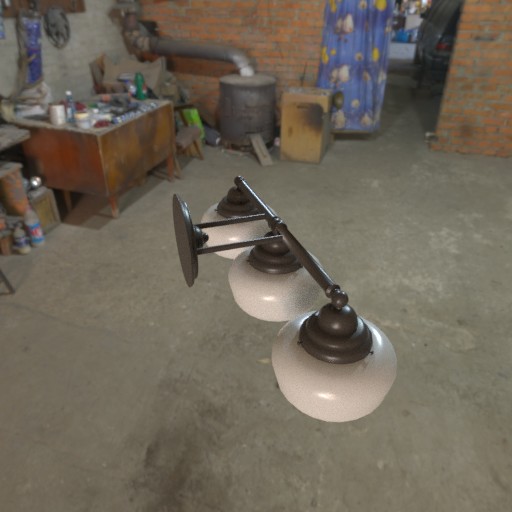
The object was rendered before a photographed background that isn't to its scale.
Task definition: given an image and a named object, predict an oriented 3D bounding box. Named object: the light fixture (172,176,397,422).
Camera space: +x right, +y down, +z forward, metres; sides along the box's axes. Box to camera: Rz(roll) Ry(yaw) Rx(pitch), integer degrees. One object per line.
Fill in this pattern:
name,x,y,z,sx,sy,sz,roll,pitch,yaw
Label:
light fixture,0.000,0.000,0.732,0.239,0.242,0.587,-10,32,-16
